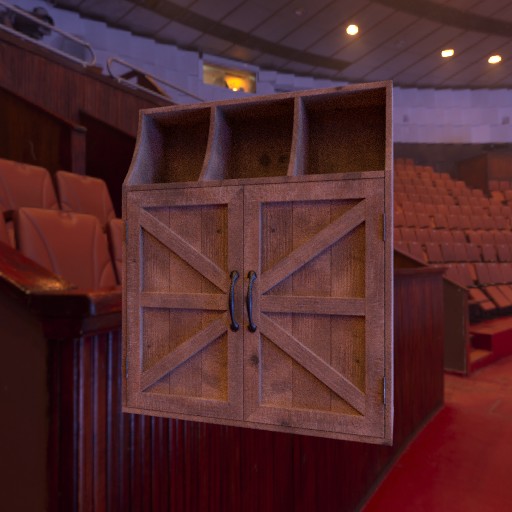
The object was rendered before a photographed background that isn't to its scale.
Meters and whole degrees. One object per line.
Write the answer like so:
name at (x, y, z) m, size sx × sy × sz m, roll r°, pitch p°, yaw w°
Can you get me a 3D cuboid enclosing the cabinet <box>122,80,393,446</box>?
cabinet at (0.000, 0.000, 0.830) m, size 0.489 × 0.590 × 0.184 m, roll 0°, pitch 0°, yaw 18°
